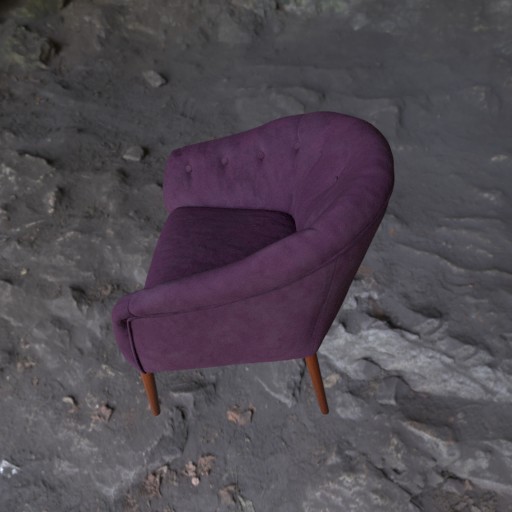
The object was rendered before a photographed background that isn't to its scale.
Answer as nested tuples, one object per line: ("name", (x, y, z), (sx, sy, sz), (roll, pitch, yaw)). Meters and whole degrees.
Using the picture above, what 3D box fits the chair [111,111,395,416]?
("chair", (0.000, 0.000, 1.520), (0.776, 0.885, 0.851), (1, 42, 1))
